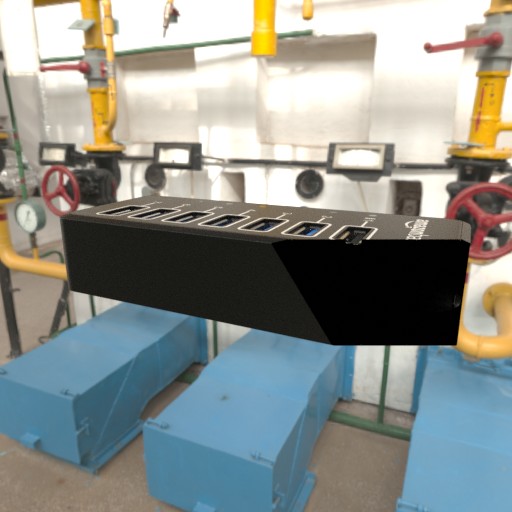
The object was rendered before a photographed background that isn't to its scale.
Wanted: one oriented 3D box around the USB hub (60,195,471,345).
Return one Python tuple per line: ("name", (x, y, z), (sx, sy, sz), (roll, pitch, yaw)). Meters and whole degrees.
("USB hub", (0.000, 0.000, 0.128), (0.110, 0.023, 0.044), (8, 18, 24))
